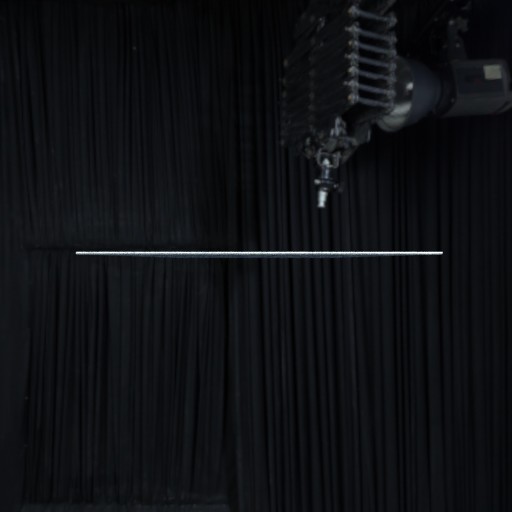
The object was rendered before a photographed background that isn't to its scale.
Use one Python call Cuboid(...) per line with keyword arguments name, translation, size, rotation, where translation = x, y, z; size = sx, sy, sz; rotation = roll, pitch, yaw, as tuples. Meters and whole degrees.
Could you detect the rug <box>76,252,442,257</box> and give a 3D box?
Cuboid(name="rug", translation=(0.000, 0.000, 3.049), size=(1.512, 0.009, 2.457), rotation=(0, -1, -1))
